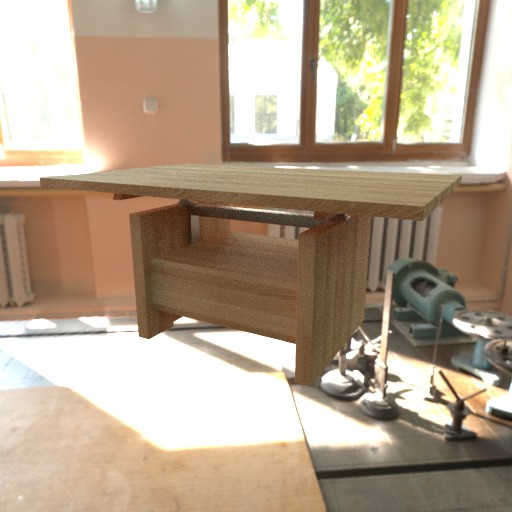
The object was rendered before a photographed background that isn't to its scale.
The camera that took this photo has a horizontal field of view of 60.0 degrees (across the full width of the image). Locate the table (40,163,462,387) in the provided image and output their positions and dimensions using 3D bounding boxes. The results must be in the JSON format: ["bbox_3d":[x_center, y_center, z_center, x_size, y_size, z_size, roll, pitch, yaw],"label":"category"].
[{"bbox_3d":[0.000,0.000,1.434,1.100,0.510,0.700,9,18,28],"label":"table"}]
